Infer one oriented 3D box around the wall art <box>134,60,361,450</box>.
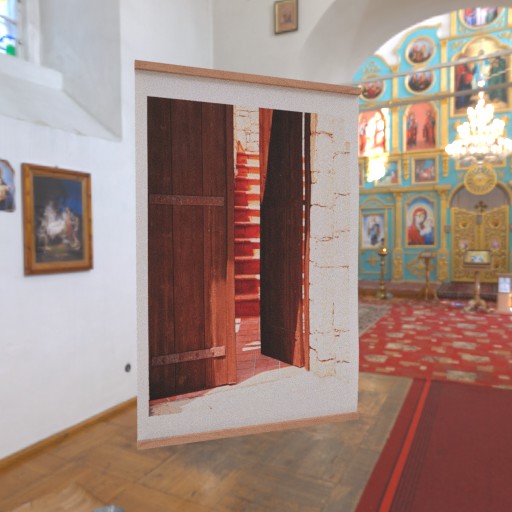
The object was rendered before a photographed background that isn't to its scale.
[{"bbox_3d":[0.000,0.000,0.634,0.332,0.508,0.012,-1,2,-18],"label":"wall art"}]
